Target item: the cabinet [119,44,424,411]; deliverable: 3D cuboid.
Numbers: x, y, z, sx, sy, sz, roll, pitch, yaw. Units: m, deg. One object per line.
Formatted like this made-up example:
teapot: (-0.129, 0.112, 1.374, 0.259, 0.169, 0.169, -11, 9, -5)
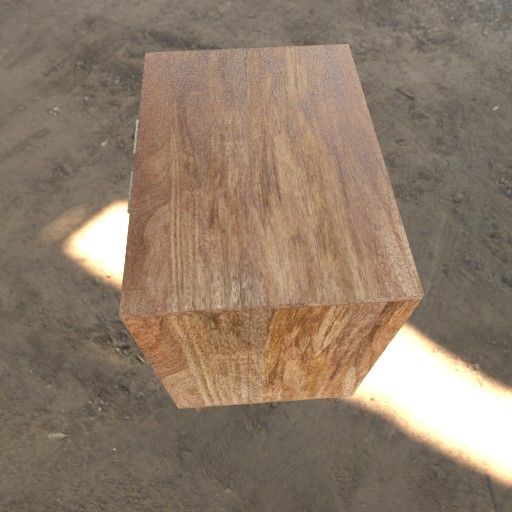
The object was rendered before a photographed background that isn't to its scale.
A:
cabinet: (0.000, 0.000, 1.163, 0.473, 0.758, 0.647, -3, 58, -2)
